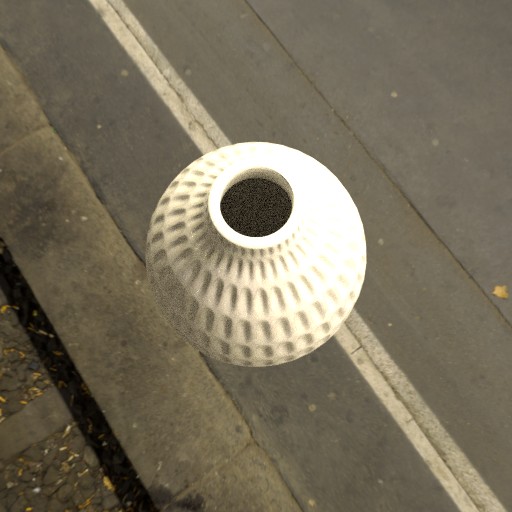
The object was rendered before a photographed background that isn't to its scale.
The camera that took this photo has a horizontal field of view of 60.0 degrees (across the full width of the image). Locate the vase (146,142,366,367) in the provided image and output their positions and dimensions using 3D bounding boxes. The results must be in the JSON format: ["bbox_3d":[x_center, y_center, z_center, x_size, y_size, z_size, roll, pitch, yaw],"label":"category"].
[{"bbox_3d":[0.000,0.000,0.334,0.162,0.223,0.162,0,75,0],"label":"vase"}]
